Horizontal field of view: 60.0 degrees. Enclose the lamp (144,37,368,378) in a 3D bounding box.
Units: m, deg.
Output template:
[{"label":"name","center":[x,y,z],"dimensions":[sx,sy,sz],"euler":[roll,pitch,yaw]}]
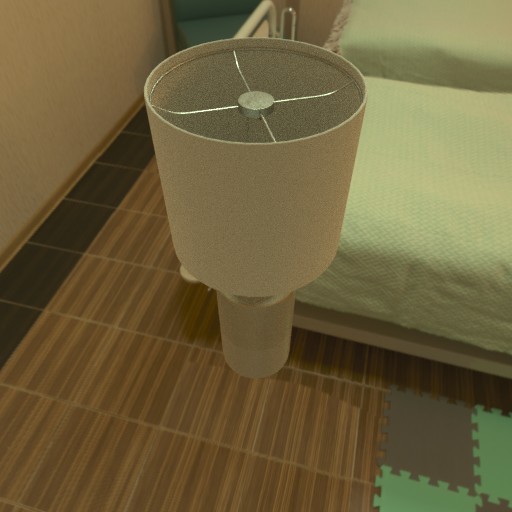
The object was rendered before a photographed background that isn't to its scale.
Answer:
[{"label":"lamp","center":[0.000,0.000,0.605],"dimensions":[0.212,0.493,0.212],"euler":[-11,48,-10]}]
